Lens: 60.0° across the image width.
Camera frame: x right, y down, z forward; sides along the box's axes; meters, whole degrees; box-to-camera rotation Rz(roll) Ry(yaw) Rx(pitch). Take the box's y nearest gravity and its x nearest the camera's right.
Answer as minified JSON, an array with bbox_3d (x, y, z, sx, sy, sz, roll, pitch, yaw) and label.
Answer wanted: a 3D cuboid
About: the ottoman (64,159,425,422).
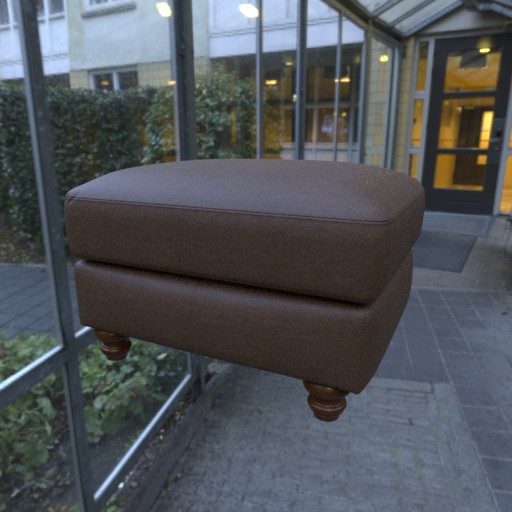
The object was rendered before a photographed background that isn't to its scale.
[{"bbox_3d":[0.000,0.000,1.196,0.787,0.508,0.635,7,17,25],"label":"ottoman"}]
